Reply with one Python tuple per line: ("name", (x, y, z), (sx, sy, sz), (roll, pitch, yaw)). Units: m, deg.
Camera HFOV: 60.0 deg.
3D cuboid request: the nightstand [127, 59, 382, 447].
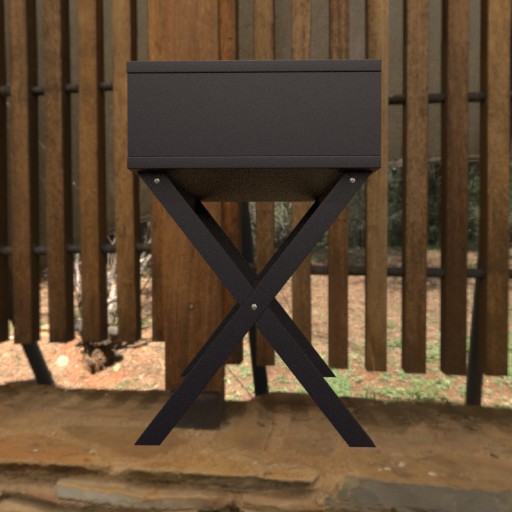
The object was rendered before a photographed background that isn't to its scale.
("nightstand", (0.000, 0.000, 0.940), (0.402, 0.623, 0.479), (0, 1, 1))
